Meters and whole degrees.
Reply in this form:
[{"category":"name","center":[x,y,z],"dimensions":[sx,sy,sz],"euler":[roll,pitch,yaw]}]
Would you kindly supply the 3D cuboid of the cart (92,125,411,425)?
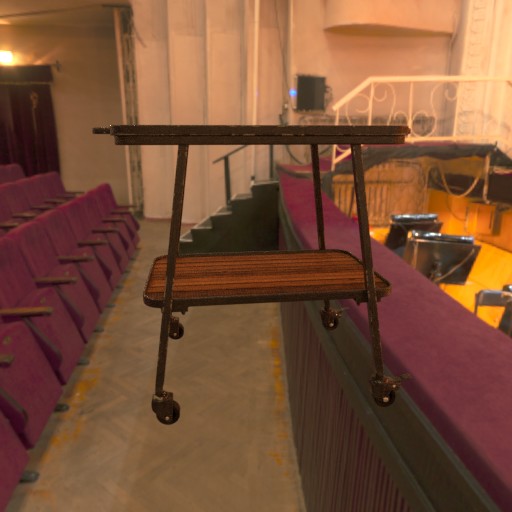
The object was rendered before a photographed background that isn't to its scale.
[{"category":"cart","center":[0.000,0.000,1.252],"dimensions":[0.806,0.700,0.515],"euler":[-2,15,-7]}]
